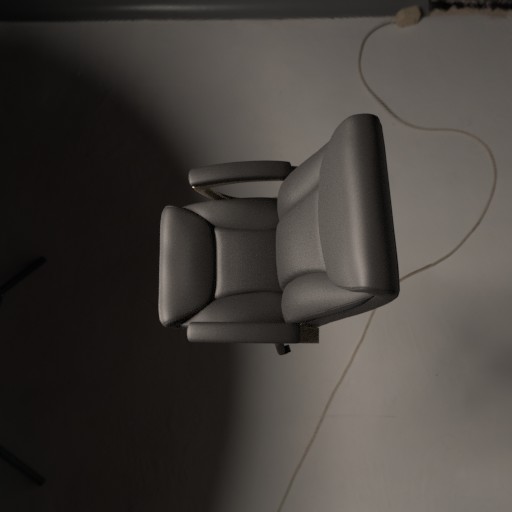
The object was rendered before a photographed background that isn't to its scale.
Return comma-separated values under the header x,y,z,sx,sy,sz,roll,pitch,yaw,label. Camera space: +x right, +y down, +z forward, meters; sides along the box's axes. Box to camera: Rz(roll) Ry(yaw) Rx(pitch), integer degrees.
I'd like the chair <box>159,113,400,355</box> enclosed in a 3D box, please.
x,y,z,sx,sy,sz,roll,pitch,yaw,label
0.000,0.000,1.648,0.748,1.188,0.694,-2,76,0,chair
